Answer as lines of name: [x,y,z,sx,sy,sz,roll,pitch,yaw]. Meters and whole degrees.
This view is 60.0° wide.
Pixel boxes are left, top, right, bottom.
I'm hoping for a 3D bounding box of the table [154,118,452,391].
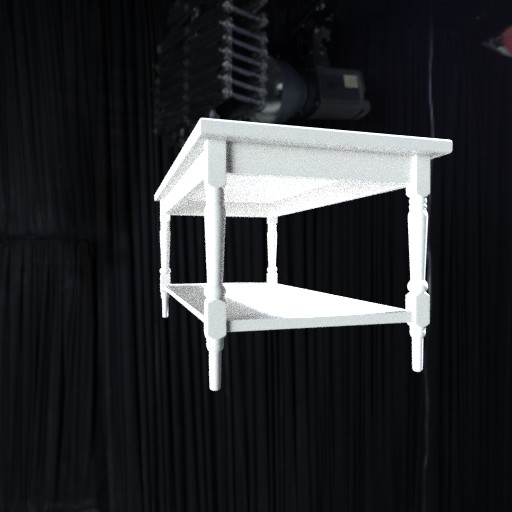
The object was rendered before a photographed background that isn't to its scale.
table: [0.000,0.000,1.408,0.550,0.510,1.107,0,1,-17]
